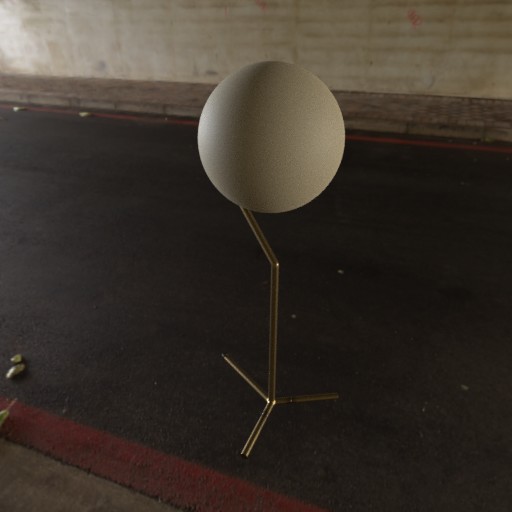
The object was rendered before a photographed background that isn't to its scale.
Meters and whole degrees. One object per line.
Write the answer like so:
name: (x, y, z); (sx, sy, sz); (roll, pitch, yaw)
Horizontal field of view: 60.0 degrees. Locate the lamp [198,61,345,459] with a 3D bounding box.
lamp: (0.000, 0.000, 0.678); (0.210, 0.552, 0.251); (-20, 34, -32)
